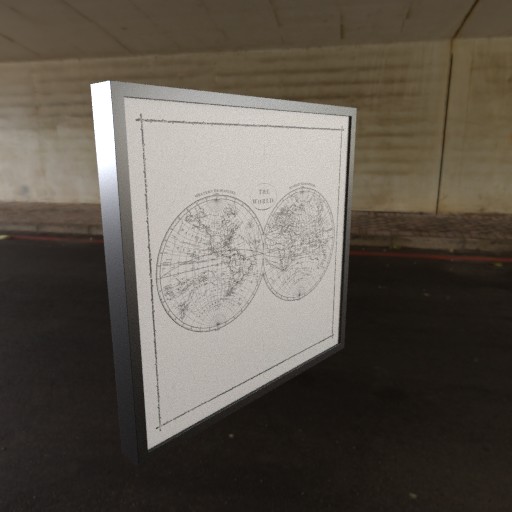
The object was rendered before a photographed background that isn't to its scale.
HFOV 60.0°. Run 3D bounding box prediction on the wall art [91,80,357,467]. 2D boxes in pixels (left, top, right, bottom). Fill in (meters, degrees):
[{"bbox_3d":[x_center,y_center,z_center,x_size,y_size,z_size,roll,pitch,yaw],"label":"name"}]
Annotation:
[{"bbox_3d":[0.000,0.000,0.474,0.029,0.318,0.327,13,19,42],"label":"wall art"}]
